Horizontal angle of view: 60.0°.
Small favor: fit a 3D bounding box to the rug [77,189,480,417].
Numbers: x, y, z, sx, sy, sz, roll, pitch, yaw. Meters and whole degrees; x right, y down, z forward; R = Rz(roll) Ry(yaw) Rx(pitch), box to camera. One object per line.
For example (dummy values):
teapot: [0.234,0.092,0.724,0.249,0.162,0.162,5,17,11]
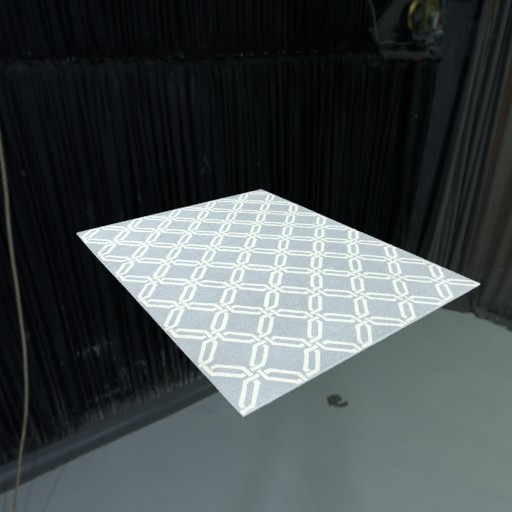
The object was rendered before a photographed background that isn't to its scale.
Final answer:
rug: [0.000,0.000,3.945,2.288,0.018,2.895,-18,32,-32]
